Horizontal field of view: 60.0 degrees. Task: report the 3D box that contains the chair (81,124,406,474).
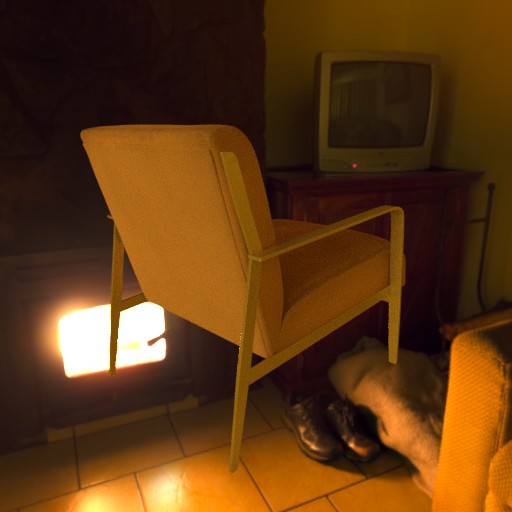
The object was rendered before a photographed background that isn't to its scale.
[{"bbox_3d":[0.000,0.000,1.456,0.848,0.823,0.701,-15,22,-42],"label":"chair"}]
